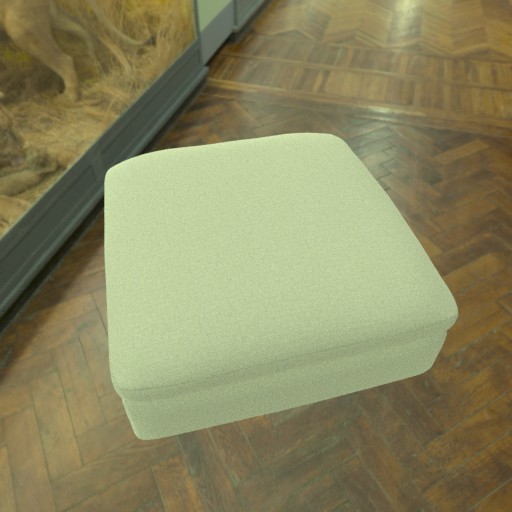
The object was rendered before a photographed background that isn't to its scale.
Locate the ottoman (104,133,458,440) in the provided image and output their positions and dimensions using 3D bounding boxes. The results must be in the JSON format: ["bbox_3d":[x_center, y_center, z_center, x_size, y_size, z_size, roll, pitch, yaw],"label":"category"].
[{"bbox_3d":[0.000,0.000,1.551,0.977,0.467,0.996,-10,48,-10],"label":"ottoman"}]
